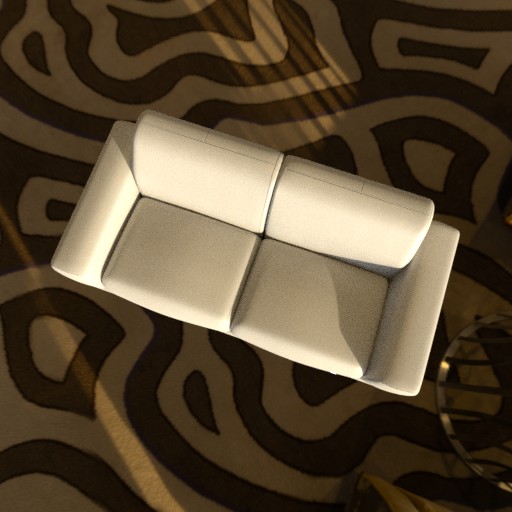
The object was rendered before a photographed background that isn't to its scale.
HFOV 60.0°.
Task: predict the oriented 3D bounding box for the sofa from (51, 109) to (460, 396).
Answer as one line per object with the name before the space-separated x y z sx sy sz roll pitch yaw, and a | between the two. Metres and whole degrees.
sofa | 0.000 0.000 2.360 1.901 0.772 0.900 19 78 4
